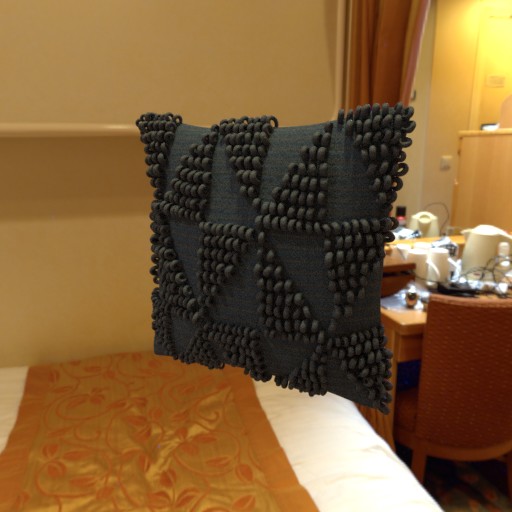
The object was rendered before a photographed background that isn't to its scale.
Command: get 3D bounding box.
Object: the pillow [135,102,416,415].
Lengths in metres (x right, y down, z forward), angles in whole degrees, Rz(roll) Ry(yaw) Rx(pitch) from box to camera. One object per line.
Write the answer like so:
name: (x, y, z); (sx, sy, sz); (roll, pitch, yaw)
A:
pillow: (0.000, 0.000, 0.731); (0.469, 0.466, 0.172); (7, 16, 26)
